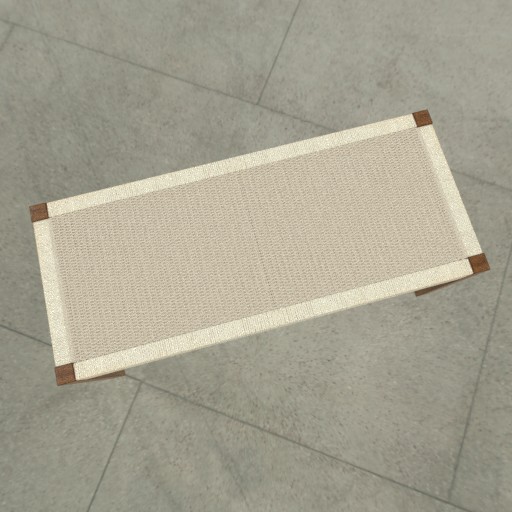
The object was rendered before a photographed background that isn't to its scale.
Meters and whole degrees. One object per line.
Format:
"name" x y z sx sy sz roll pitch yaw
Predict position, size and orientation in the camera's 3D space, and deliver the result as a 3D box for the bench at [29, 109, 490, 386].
"bench" 0.000 0.000 1.458 1.198 0.457 0.507 -14 77 -3
